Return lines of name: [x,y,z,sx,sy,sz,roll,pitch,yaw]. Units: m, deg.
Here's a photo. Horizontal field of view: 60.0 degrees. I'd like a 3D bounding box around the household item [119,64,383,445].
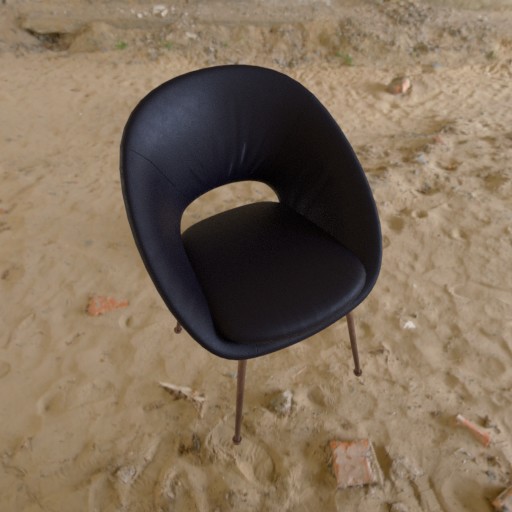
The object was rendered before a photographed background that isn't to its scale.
household item: [0.000,0.000,1.235,0.623,0.852,0.573,-22,49,-20]
